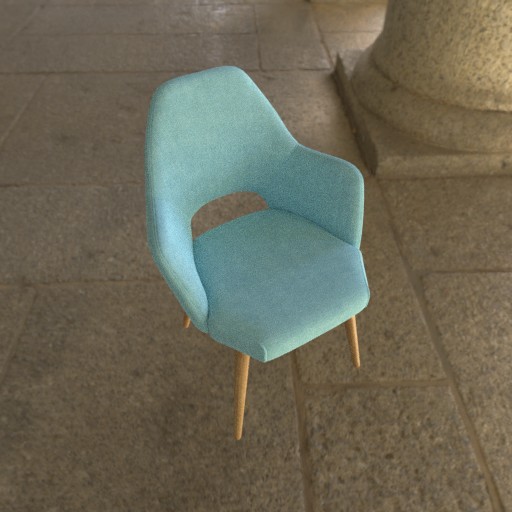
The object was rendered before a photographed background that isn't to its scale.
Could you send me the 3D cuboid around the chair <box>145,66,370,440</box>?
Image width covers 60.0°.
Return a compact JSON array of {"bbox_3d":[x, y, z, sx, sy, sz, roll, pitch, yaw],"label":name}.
[{"bbox_3d":[0.000,0.000,1.261,0.590,0.840,0.610,-24,51,-21],"label":"chair"}]
